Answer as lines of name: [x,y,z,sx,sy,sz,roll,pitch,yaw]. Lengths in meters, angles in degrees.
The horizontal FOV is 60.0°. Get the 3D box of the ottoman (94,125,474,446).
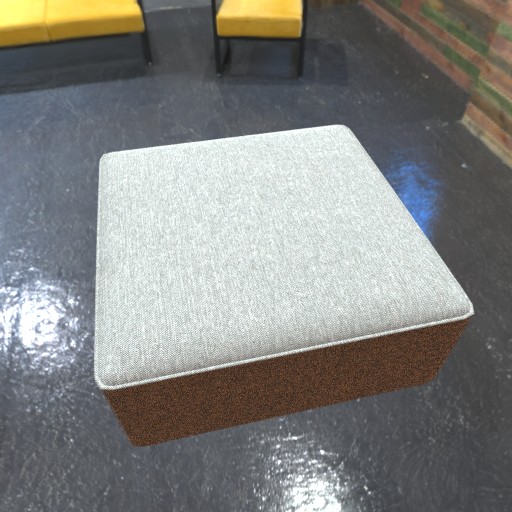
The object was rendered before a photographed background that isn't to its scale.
ottoman: [0.000,0.000,1.560,1.005,0.455,1.005,-9,47,-9]
